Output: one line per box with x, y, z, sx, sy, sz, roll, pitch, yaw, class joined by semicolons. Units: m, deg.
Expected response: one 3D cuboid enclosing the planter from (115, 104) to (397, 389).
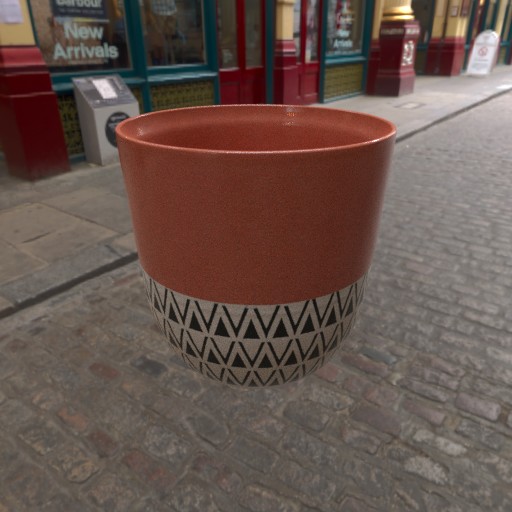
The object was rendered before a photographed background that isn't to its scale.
0.000;0.000;0.364;0.195;0.214;0.195;0;26;0;planter
